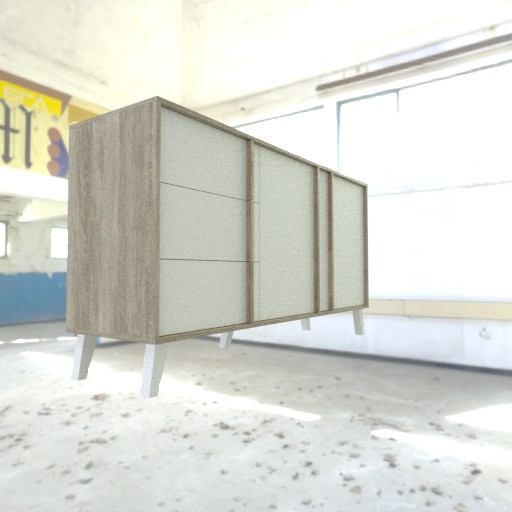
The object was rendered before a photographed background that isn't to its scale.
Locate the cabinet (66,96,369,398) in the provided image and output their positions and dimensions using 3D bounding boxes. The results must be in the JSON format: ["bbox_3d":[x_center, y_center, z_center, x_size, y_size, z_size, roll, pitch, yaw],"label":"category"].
[{"bbox_3d":[0.000,0.000,2.043,0.450,0.870,1.600,-1,-3,36],"label":"cabinet"}]
